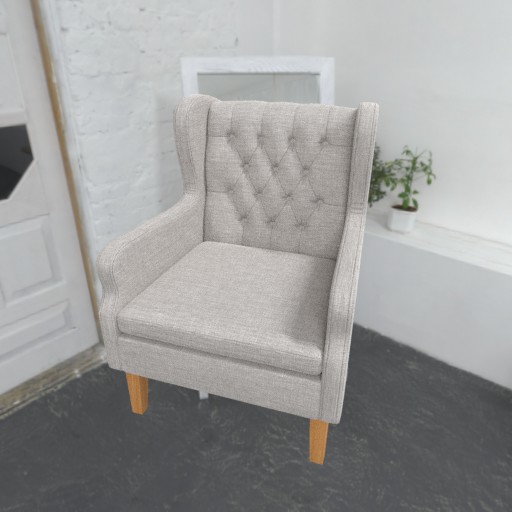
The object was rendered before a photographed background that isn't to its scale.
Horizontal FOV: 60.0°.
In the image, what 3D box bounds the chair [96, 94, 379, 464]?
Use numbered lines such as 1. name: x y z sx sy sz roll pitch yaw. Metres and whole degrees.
1. chair: 0.000 0.000 1.462 0.710 0.930 0.760 9 29 16
